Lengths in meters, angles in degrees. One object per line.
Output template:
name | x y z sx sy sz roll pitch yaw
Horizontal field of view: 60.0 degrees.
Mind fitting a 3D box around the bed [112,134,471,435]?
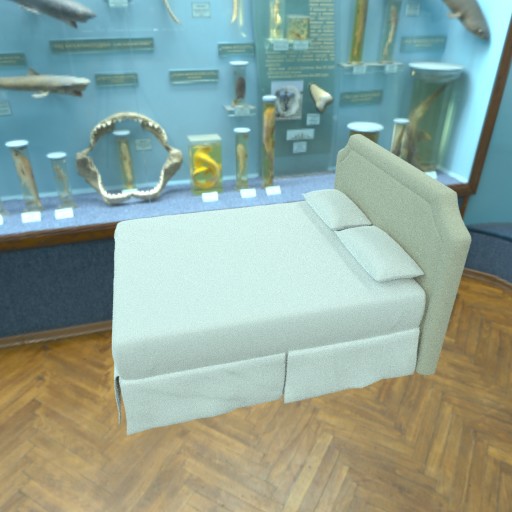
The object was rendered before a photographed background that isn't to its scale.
bed | 0.000 0.000 3.195 2.116 1.290 1.693 -7 32 -12
